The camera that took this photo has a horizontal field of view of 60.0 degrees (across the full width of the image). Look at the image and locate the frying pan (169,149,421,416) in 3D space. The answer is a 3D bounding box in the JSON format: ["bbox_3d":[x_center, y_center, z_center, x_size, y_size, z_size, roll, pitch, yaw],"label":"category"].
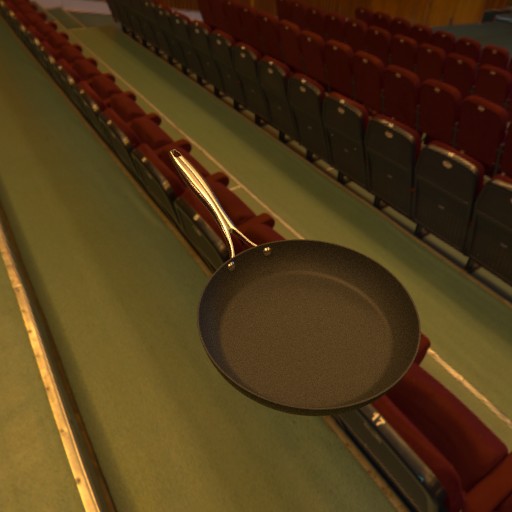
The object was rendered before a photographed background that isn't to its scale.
[{"bbox_3d":[0.000,0.000,0.583,0.255,0.105,0.472,-23,47,-24],"label":"frying pan"}]
